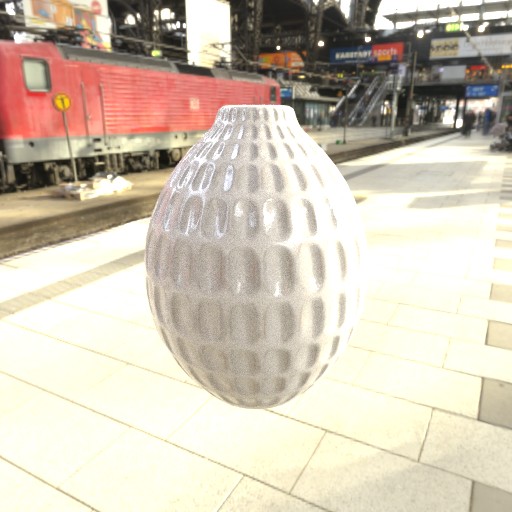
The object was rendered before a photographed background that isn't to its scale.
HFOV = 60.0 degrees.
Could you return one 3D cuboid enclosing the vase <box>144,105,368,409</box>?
[{"bbox_3d":[0.000,0.000,0.260,0.128,0.167,0.128,0,18,0],"label":"vase"}]
